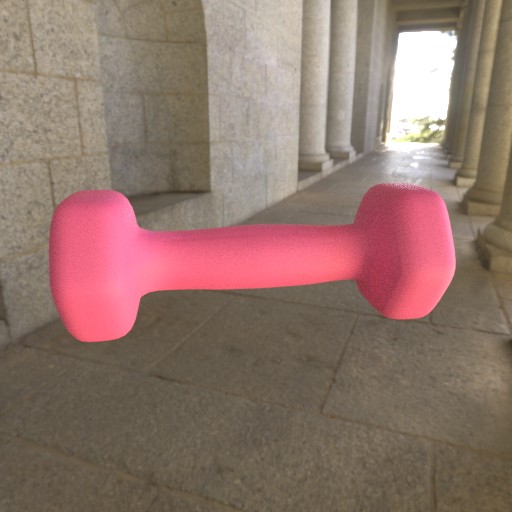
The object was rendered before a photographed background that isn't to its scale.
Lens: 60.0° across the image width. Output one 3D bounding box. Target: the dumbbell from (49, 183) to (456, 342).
[{"bbox_3d":[0.000,0.000,0.173,0.146,0.053,0.058,-3,18,-8],"label":"dumbbell"}]
